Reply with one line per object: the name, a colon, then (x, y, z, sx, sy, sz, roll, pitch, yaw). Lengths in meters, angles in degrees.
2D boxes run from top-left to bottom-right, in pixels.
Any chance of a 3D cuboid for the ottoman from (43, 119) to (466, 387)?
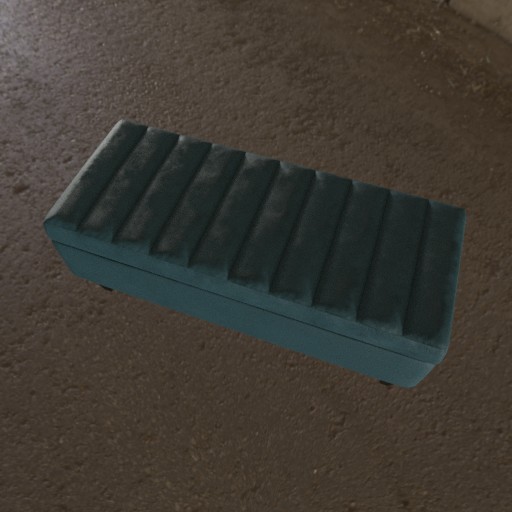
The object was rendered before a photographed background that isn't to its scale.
ottoman: (0.000, 0.000, 1.445, 1.151, 0.469, 0.482, 17, 60, 10)
